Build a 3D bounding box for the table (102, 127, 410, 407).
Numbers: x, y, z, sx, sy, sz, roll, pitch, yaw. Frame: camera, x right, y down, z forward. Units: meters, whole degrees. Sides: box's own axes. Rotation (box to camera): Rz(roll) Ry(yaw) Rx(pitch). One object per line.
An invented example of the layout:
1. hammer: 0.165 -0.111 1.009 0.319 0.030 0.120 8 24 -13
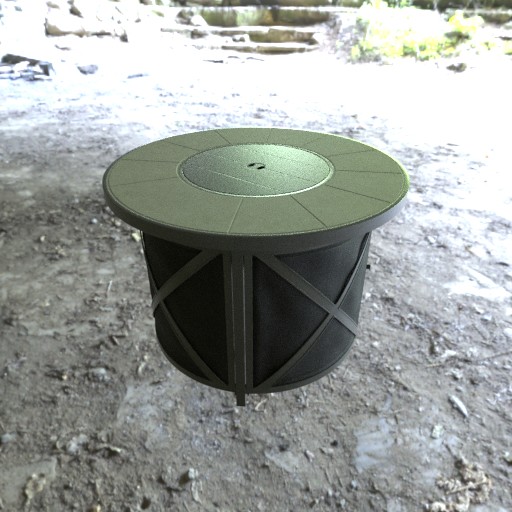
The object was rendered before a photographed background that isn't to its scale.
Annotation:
1. table: 0.000 0.000 1.542 0.914 0.650 0.914 0 31 0
